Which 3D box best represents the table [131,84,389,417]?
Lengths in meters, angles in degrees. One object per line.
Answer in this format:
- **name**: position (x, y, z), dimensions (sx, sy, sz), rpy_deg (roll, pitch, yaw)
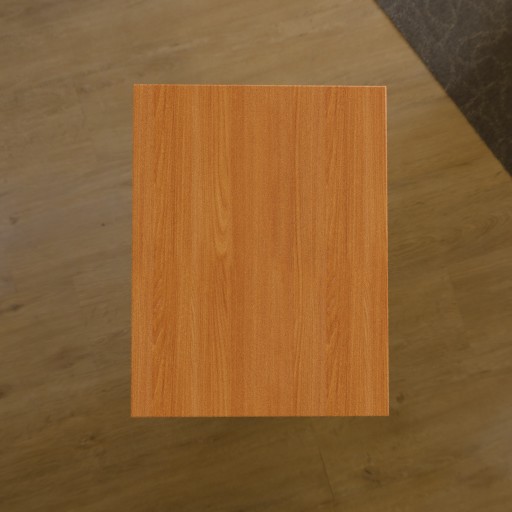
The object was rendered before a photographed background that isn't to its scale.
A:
- **table**: position (0.000, 0.000, 0.741), dimensions (0.270, 0.550, 0.350), rpy_deg (0, 89, -1)
